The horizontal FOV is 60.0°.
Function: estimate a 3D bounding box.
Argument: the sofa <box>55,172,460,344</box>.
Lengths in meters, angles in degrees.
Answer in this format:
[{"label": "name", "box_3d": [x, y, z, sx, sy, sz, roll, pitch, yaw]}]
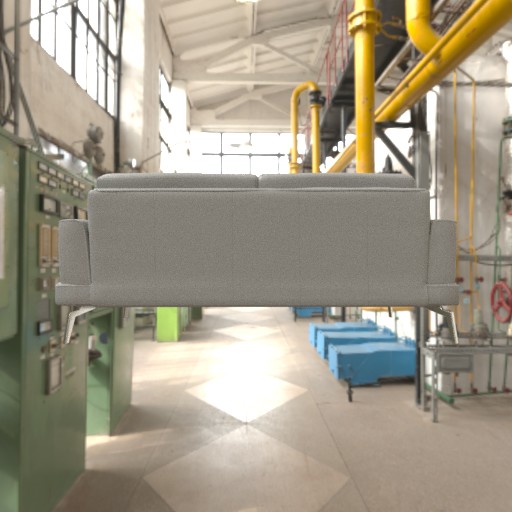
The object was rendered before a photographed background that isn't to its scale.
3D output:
[{"label": "sofa", "box_3d": [0.000, 0.000, 2.845, 2.177, 0.930, 1.121, 0, -1, 0]}]
